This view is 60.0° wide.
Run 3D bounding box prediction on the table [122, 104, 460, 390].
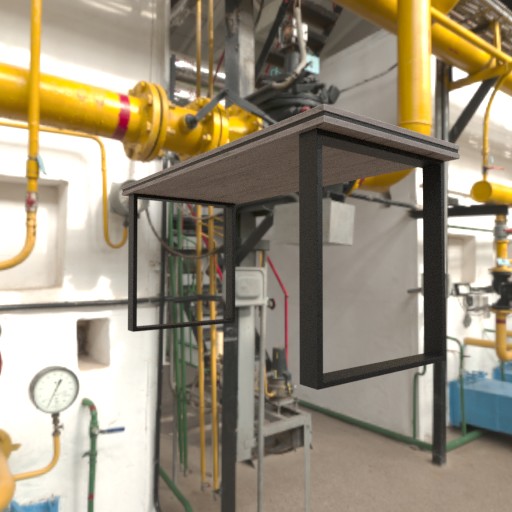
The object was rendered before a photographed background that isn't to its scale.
[{"bbox_3d":[0.000,0.000,2.313,0.795,0.899,1.778,1,-2,-37],"label":"table"}]
